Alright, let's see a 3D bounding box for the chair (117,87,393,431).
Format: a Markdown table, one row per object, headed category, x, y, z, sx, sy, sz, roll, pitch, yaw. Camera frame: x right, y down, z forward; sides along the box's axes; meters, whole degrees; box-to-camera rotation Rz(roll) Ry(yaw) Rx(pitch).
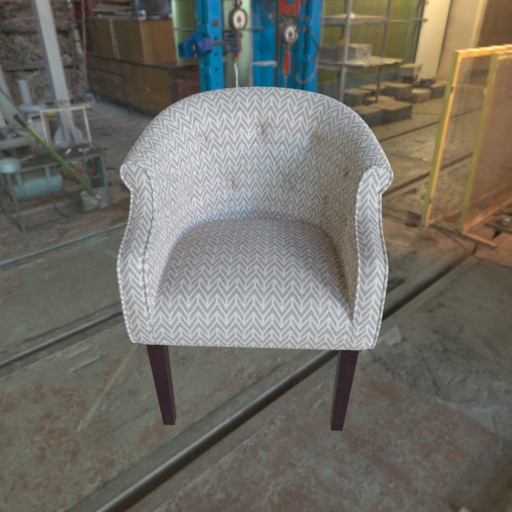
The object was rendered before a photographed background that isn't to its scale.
| category | x | y | z | sx | sy | sz | roll | pitch | yaw |
| --- | --- | --- | --- | --- | --- | --- | --- | --- | --- |
| chair | 0.000 | 0.000 | 1.303 | 0.686 | 0.858 | 0.613 | 1 | 30 | 2 |
